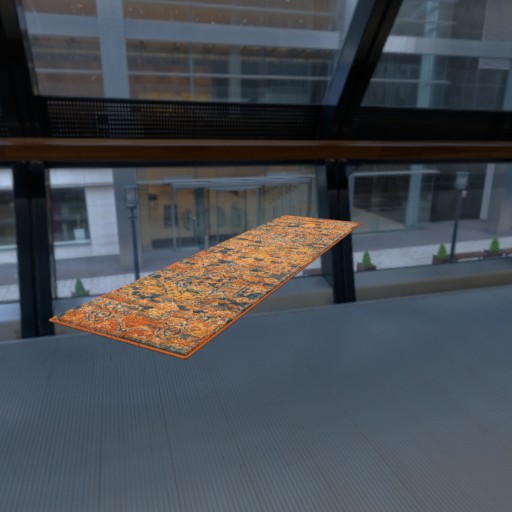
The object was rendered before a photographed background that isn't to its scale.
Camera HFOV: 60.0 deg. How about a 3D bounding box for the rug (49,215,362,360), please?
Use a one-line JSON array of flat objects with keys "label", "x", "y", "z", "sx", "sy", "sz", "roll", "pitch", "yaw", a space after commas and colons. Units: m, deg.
[{"label": "rug", "x": 0.000, "y": 0.000, "z": 2.544, "sx": 0.651, "sy": 0.016, "sz": 2.274, "roll": 8, "pitch": 19, "yaw": 26}]
